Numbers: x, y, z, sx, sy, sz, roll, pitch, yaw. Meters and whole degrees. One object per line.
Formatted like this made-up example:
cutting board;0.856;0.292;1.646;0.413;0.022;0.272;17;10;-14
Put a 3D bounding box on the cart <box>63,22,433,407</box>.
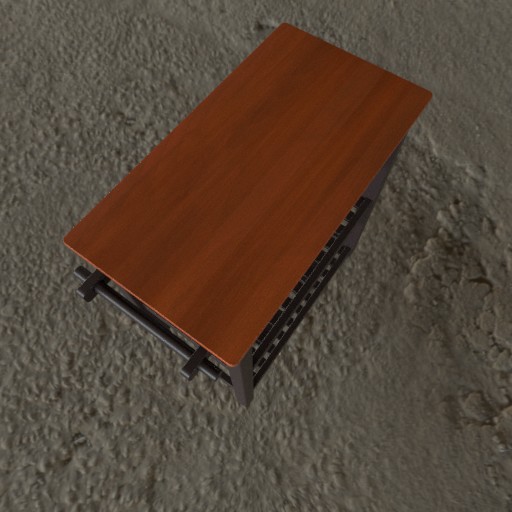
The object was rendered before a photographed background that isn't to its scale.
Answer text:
cart;0.000;0.000;1.429;0.457;0.927;0.899;33;69;14
